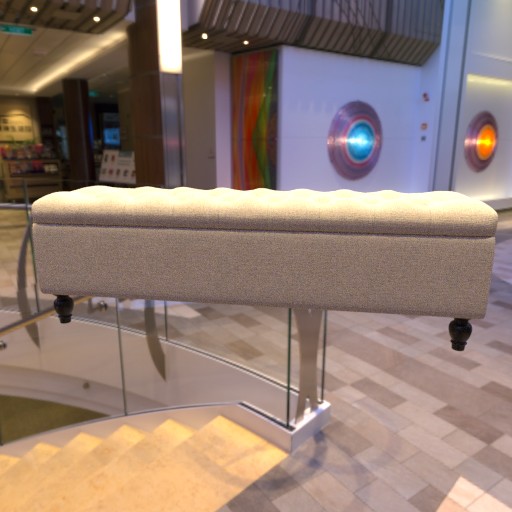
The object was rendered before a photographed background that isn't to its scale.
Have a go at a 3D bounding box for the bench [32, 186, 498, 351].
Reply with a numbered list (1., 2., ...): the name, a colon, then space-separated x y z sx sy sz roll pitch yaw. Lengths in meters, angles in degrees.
1. bench: 0.000 0.000 1.619 1.480 0.467 0.455 2 14 9
